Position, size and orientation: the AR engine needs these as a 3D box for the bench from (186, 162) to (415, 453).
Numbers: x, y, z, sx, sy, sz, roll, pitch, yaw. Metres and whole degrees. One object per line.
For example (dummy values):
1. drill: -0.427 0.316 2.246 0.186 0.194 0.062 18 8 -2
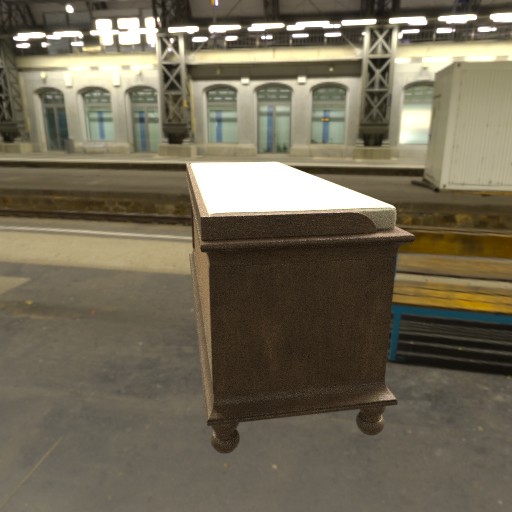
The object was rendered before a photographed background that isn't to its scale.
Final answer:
1. bench: 0.000 0.000 1.415 0.402 0.501 1.185 -3 17 -9
